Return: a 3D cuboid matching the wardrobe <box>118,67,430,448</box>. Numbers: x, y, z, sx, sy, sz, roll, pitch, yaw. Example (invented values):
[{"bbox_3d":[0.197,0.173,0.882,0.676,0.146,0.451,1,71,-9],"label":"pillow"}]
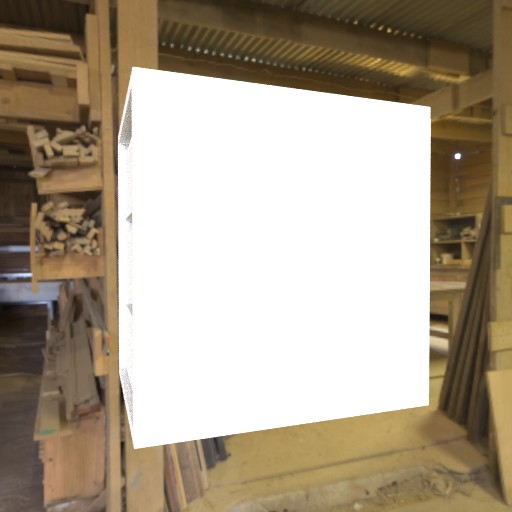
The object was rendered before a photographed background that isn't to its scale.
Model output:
[{"bbox_3d":[0.000,0.000,0.876,0.500,0.520,0.400,0,1,-20],"label":"wardrobe"}]
